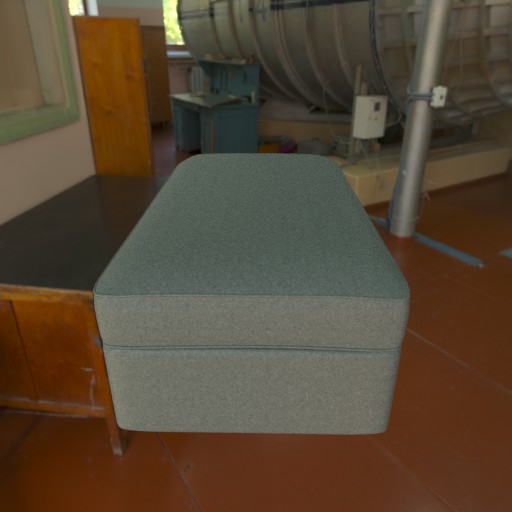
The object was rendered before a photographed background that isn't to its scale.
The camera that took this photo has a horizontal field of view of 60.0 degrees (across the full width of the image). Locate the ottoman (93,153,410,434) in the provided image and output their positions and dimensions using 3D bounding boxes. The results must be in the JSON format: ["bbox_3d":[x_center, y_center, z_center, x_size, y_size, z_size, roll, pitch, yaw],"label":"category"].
[{"bbox_3d":[0.000,0.000,1.512,0.681,0.494,1.173,0,26,1],"label":"ottoman"}]
